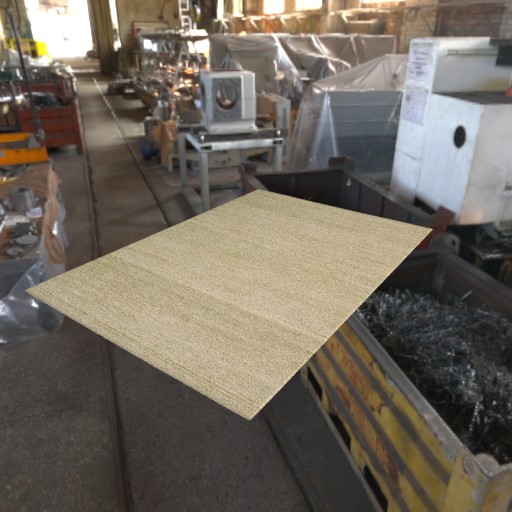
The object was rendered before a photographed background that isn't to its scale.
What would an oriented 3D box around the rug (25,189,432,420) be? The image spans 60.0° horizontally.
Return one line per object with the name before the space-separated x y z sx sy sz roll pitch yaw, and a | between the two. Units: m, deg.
rug | 0.000 0.000 5.052 2.782 0.025 3.935 18 32 32
